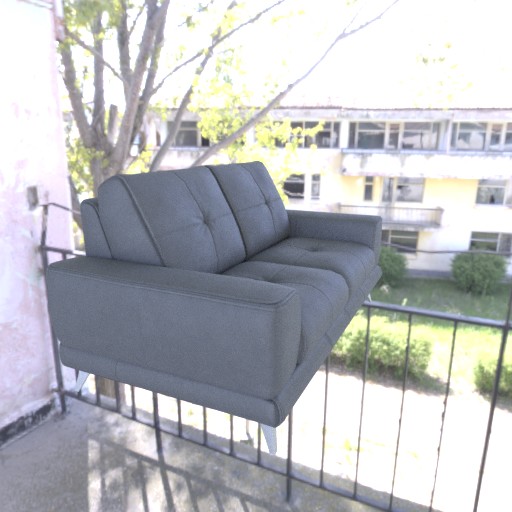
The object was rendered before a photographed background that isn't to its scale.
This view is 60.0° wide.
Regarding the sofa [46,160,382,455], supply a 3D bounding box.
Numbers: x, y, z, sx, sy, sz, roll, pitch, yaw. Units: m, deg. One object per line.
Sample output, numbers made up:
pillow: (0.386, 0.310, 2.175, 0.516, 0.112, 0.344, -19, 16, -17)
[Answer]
sofa: (0.000, 0.000, 2.294, 1.018, 0.907, 1.806, 7, 16, 24)
